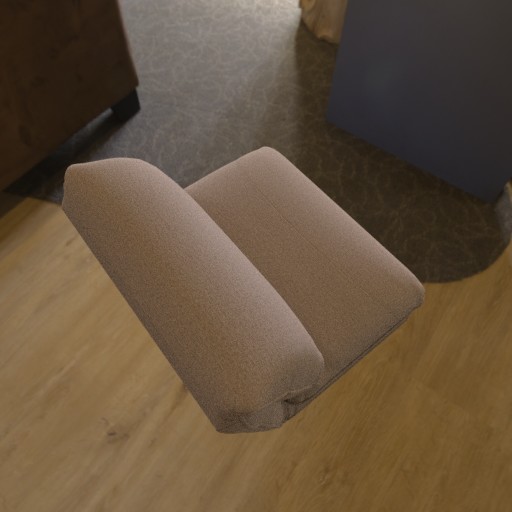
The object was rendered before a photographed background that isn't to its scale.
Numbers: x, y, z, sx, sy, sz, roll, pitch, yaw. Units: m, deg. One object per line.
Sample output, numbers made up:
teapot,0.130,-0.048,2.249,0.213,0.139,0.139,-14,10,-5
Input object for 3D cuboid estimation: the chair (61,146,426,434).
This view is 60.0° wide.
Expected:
chair,0.000,0.000,1.341,0.780,0.580,0.820,-34,65,-18
